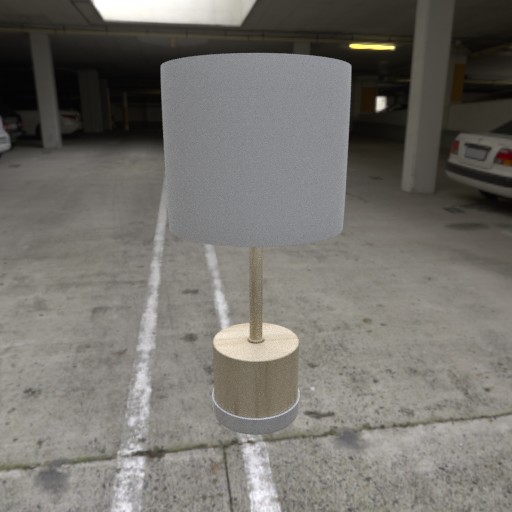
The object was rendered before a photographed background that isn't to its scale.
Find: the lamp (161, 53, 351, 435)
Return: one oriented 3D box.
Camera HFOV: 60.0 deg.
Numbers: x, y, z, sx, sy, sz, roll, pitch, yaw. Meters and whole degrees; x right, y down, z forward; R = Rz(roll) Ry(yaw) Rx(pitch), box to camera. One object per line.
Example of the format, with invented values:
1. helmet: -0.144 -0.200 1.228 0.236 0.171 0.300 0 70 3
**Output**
1. lamp: 0.000 0.000 0.600 0.229 0.470 0.229 -3 16 -10
